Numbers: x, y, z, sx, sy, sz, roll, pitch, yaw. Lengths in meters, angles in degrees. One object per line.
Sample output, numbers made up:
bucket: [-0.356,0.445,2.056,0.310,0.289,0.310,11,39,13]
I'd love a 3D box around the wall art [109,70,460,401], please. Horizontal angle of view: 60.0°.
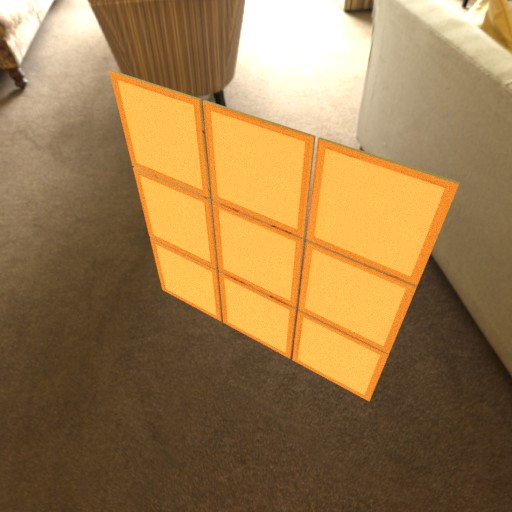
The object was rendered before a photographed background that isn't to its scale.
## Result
wall art: [0.000,0.000,2.228,1.517,1.523,0.013,25,51,21]
